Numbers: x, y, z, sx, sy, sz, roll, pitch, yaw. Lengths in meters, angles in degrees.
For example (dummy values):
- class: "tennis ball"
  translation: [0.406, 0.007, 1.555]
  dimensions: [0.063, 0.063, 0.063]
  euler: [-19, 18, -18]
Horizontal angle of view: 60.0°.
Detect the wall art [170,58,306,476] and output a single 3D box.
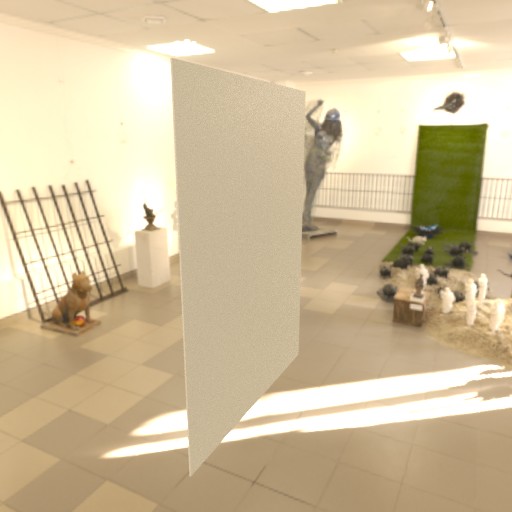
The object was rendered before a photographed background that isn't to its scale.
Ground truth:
- class: "wall art"
  translation: [0.000, 0.000, 0.816]
  dimensions: [0.003, 0.609, 0.457]
  euler: [7, 17, 26]
